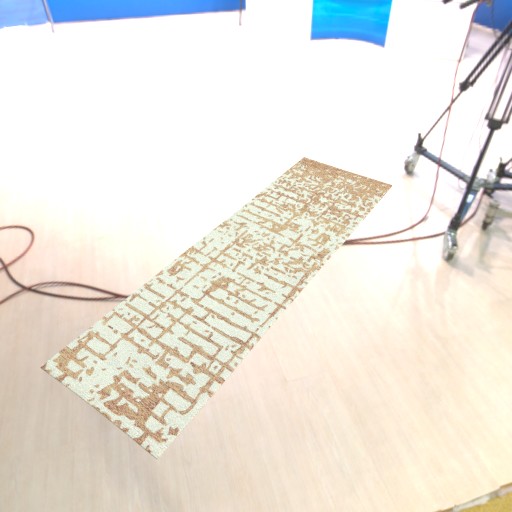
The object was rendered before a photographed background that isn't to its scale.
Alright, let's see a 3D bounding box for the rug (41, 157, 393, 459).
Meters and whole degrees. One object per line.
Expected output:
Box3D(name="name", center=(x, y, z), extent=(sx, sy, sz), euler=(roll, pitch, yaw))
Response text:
Box3D(name="rug", center=(0.000, 0.000, 2.649), extent=(0.750, 0.011, 2.435), euler=(24, 47, 25))
